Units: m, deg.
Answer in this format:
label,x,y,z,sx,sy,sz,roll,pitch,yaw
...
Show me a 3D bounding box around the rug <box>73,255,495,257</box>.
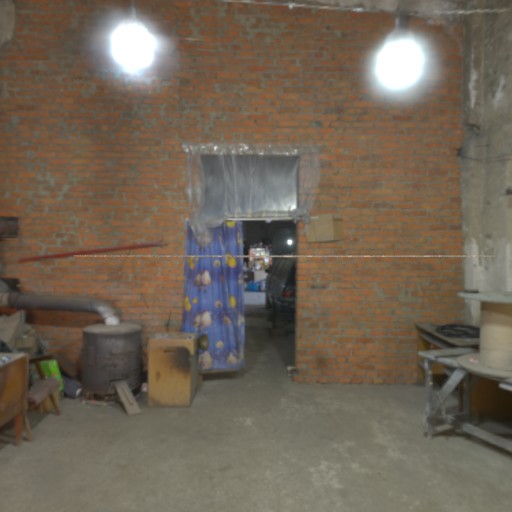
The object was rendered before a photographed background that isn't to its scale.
label,x,y,z,sx,sy,sz,roll,pitch,yaw
rug,0.000,0.000,3.796,2.283,0.006,2.892,0,0,-36
